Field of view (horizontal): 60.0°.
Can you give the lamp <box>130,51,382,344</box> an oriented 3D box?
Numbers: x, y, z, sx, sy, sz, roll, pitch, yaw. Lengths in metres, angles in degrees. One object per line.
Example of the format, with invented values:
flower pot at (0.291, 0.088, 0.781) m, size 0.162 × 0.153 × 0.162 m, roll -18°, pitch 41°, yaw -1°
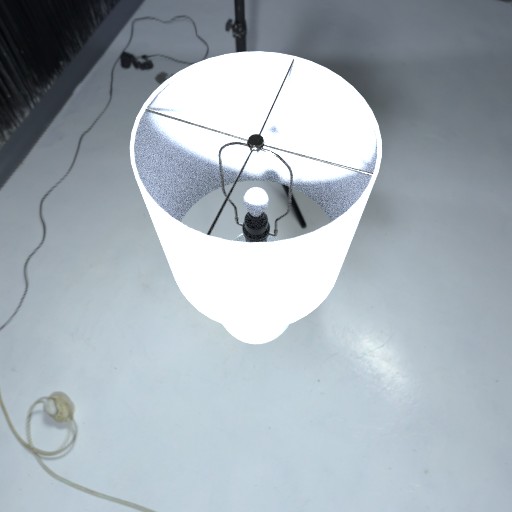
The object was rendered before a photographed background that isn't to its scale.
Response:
lamp at (0.000, 0.000, 0.585) m, size 0.217 × 0.453 × 0.217 m, roll 18°, pitch 64°, yaw 9°
